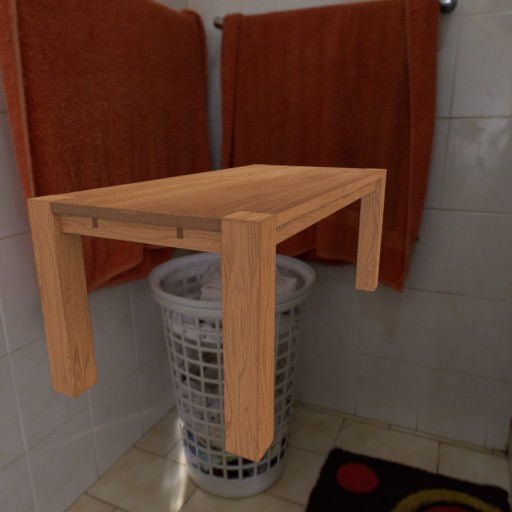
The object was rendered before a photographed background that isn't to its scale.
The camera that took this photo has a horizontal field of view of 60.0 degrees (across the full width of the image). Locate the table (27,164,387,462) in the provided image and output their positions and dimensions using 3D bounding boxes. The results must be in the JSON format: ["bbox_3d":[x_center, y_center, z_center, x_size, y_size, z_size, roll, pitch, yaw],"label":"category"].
[{"bbox_3d":[0.000,0.000,2.234,0.900,0.760,1.800,8,18,25],"label":"table"}]
